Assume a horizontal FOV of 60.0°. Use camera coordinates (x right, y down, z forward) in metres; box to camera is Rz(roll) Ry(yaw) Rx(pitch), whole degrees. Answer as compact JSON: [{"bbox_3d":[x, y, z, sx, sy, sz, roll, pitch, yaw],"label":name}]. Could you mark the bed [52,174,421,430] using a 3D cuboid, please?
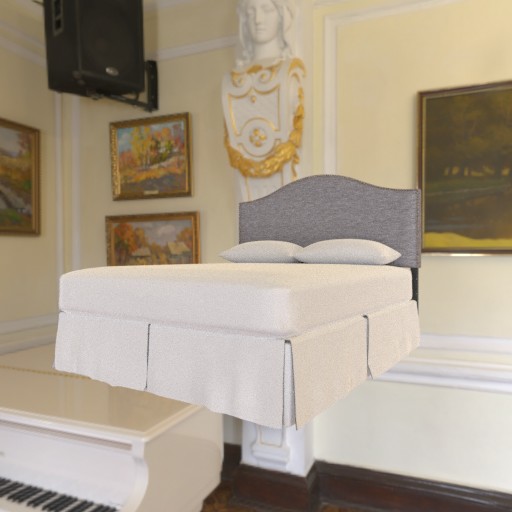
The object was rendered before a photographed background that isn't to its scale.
[{"bbox_3d":[0.000,0.000,2.824,1.610,1.295,1.870,0,0,34],"label":"bed"}]
